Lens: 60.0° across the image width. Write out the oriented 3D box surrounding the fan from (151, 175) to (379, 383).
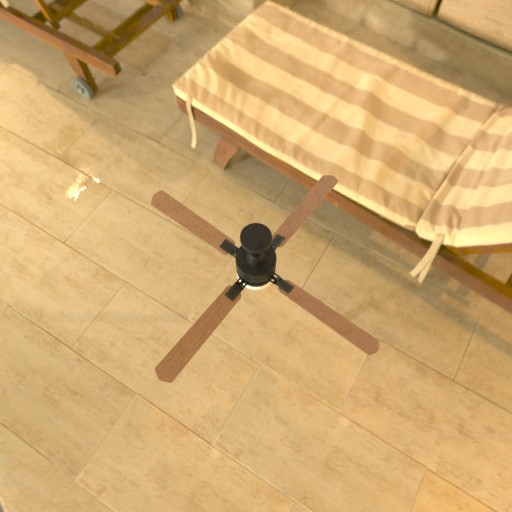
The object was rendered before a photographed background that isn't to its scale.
[{"bbox_3d":[0.000,0.000,1.988,1.320,0.355,1.320,34,68,16],"label":"fan"}]
